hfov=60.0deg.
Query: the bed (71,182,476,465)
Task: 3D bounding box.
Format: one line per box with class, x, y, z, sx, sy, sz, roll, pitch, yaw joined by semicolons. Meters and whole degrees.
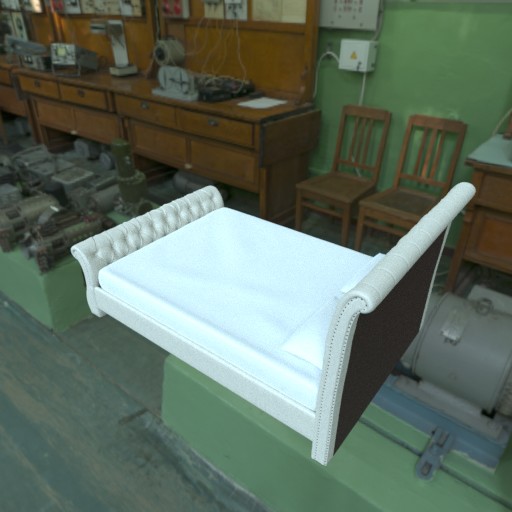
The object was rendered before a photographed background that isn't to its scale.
bed;0.000;0.000;3.378;2.493;1.268;1.606;22;37;32
